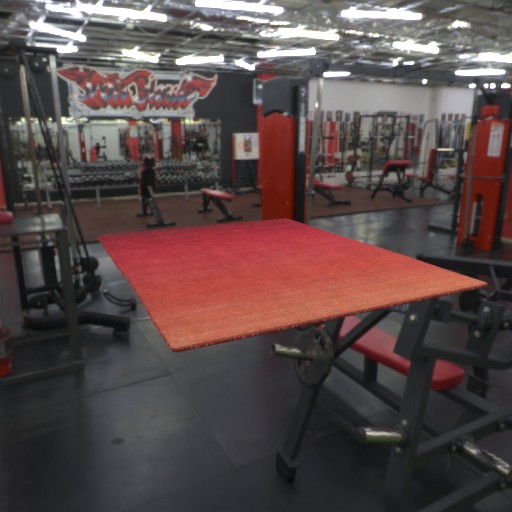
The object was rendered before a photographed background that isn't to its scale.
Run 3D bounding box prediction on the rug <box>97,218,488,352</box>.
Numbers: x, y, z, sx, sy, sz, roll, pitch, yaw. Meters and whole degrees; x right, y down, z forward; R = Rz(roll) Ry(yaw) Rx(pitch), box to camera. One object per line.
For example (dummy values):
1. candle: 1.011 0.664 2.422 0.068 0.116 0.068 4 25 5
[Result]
1. rug: 0.000 0.000 3.943 2.340 0.028 2.905 -7 17 -25
